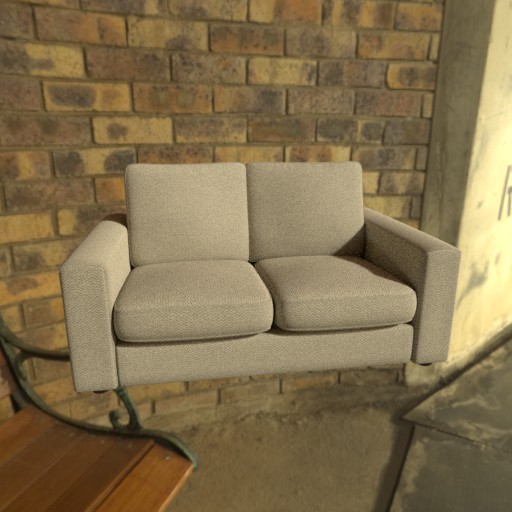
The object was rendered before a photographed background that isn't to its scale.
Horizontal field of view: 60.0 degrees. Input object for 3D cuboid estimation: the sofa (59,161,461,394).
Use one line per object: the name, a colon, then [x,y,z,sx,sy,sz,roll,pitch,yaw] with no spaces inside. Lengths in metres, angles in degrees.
sofa: [0.000,0.000,2.207,1.616,0.873,1.016,-2,16,-8]
